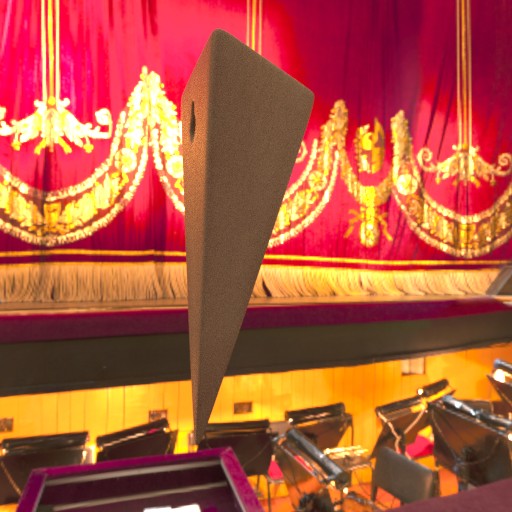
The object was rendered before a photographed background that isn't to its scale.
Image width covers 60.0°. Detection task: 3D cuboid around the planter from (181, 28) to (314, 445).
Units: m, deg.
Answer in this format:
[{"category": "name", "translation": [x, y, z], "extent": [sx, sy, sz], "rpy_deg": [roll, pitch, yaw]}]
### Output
[{"category": "planter", "translation": [0.000, 0.000, 0.277], "extent": [0.081, 0.224, 0.101], "rpy_deg": [0, -1, -19]}]
